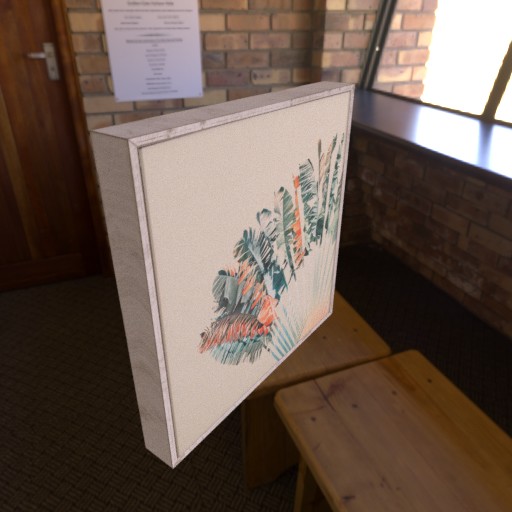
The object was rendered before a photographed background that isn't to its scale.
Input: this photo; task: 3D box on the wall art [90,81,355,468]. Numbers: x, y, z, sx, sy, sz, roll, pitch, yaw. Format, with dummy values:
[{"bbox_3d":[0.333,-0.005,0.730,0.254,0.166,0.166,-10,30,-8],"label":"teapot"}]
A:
[{"bbox_3d":[0.000,0.000,0.454,0.038,0.303,0.305,20,34,32],"label":"wall art"}]
